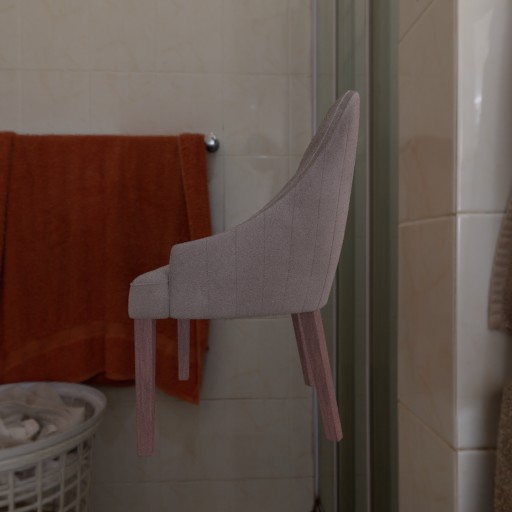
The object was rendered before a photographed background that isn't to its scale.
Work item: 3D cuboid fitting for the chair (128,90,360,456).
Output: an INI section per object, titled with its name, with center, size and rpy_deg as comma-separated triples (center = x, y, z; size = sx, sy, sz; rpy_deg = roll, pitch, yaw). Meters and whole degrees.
[chair]
center = 0.000, 0.000, 1.290
size = 0.575, 0.889, 0.643
rpy_deg = 0, 1, -1
